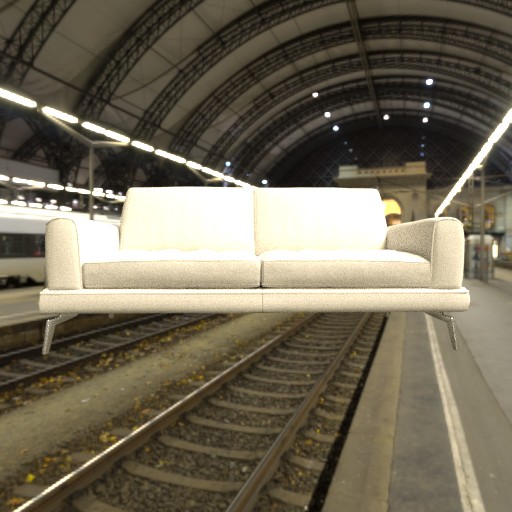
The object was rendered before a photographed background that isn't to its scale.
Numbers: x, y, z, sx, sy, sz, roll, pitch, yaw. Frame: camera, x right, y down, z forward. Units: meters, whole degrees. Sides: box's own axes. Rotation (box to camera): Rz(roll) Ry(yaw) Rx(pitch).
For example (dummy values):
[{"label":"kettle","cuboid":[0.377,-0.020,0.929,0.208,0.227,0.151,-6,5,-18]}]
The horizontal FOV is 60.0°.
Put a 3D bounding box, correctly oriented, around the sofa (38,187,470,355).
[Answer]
[{"label":"sofa","cuboid":[0.000,0.000,2.712,2.177,0.930,1.121,0,1,-2]}]
